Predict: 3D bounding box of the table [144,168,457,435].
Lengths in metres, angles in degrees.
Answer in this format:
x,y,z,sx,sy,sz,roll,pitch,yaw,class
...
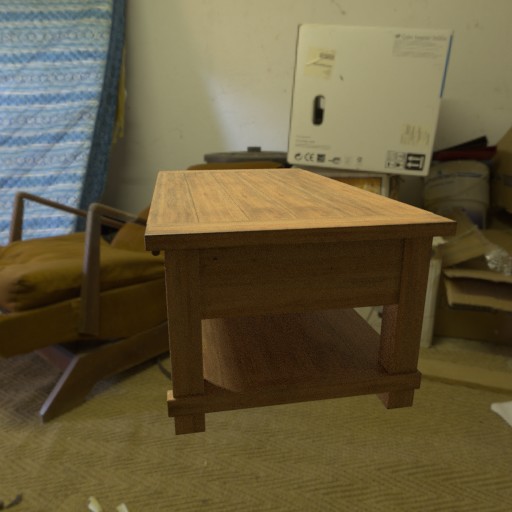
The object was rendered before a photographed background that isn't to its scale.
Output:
x,y,z,sx,sy,sz,roll,pitch,yaw,class
0.000,0.000,1.592,0.693,0.494,1.270,-3,17,-10,table
